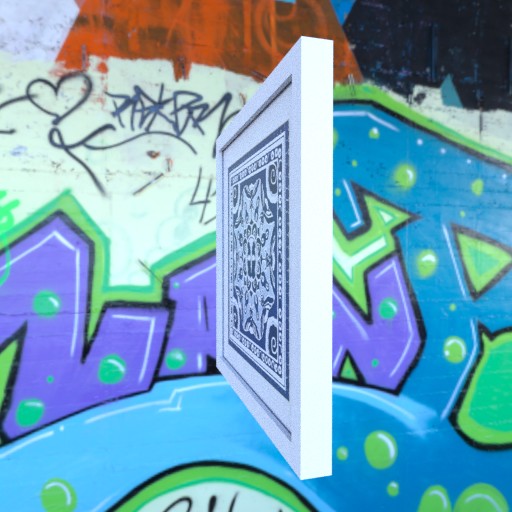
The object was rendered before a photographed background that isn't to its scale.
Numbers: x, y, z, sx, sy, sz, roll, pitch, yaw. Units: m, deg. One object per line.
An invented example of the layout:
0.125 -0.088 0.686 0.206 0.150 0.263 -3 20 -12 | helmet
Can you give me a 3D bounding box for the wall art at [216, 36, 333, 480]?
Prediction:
0.000 0.000 0.528 0.027 0.355 0.355 0 1 -16 | wall art
